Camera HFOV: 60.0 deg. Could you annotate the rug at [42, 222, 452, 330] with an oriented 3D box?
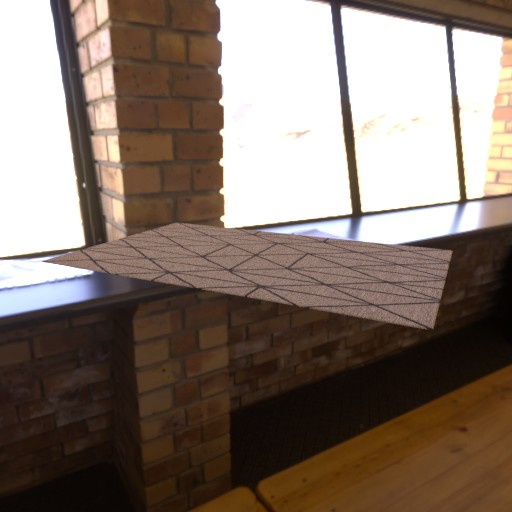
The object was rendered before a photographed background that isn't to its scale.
[{"bbox_3d":[0.000,0.000,3.115,2.465,0.008,1.526,7,17,25],"label":"rug"}]
